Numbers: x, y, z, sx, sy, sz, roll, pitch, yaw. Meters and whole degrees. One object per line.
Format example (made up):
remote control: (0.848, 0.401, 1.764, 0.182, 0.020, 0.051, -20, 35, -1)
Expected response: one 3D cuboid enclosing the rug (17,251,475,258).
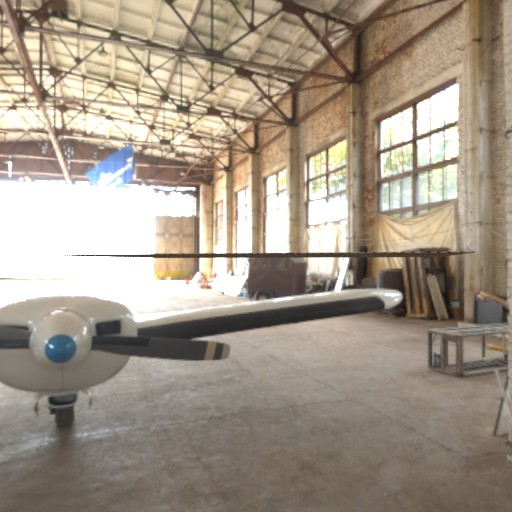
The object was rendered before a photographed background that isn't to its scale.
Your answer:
rug: (0.000, 0.000, 2.162, 1.750, 0.004, 1.177, 0, -1, 17)
